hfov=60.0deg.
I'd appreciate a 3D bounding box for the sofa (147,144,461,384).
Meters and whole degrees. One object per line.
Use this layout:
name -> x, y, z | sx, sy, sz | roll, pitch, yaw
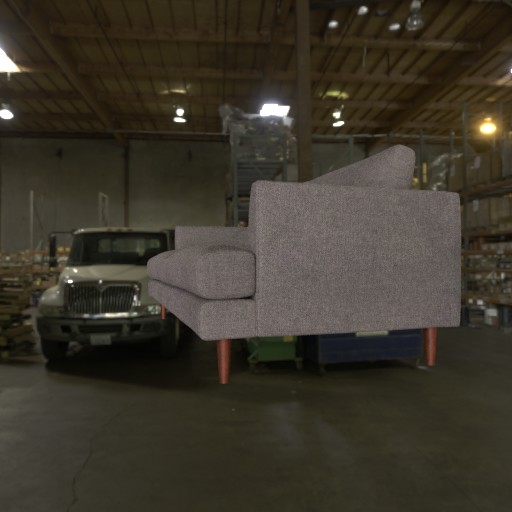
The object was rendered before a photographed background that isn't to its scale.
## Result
sofa -> 0.000, 0.000, 2.434 | 1.020, 0.868, 1.948 | 0, -1, -18
